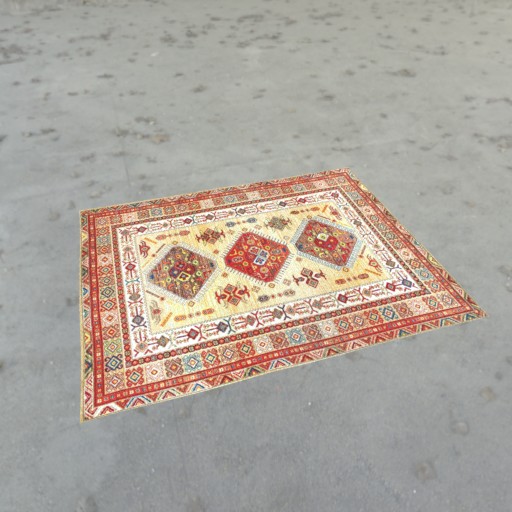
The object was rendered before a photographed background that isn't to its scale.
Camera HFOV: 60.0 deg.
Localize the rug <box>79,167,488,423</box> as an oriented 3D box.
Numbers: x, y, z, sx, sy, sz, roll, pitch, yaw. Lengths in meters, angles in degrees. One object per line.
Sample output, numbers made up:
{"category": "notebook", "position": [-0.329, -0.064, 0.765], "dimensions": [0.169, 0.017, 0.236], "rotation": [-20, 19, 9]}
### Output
{"category": "rug", "position": [0.000, 0.000, 4.024], "dimensions": [3.067, 0.005, 2.460], "rotation": [-11, 42, -13]}
